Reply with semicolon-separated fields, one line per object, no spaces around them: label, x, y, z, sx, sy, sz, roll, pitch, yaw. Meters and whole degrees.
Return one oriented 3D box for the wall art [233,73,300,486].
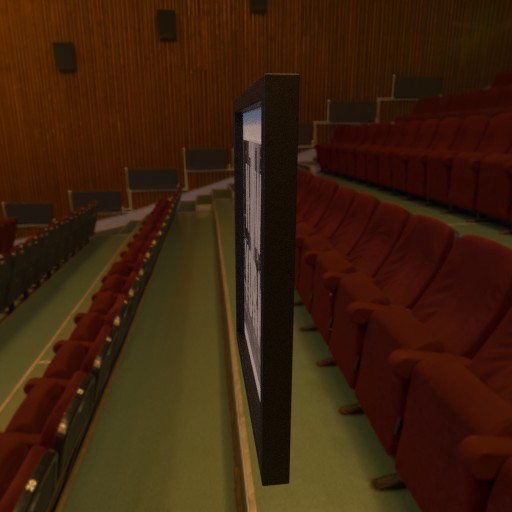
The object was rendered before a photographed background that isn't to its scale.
wall art;0.000;0.000;0.544;0.028;0.381;0.328;-2;16;-7
